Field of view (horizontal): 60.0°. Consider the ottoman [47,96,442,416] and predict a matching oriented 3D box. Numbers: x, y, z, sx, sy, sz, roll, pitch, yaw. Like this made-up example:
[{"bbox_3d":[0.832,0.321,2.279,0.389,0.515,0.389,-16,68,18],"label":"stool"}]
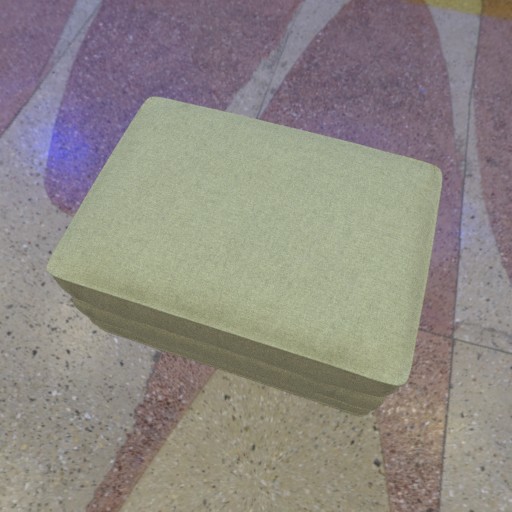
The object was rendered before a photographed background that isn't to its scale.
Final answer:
[{"bbox_3d":[0.000,0.000,1.243,0.848,0.508,0.611,16,64,8],"label":"ottoman"}]
